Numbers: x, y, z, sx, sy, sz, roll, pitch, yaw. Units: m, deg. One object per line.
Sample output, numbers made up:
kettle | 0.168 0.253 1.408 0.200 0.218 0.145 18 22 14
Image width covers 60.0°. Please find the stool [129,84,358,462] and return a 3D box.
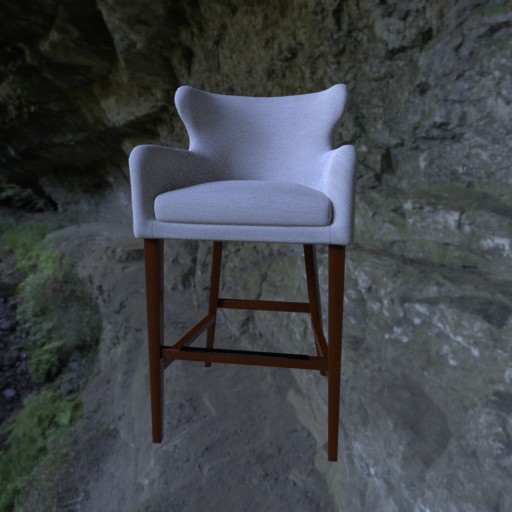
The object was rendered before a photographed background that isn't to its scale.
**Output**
stool | 0.000 0.000 1.384 0.556 1.034 0.563 2 15 8
